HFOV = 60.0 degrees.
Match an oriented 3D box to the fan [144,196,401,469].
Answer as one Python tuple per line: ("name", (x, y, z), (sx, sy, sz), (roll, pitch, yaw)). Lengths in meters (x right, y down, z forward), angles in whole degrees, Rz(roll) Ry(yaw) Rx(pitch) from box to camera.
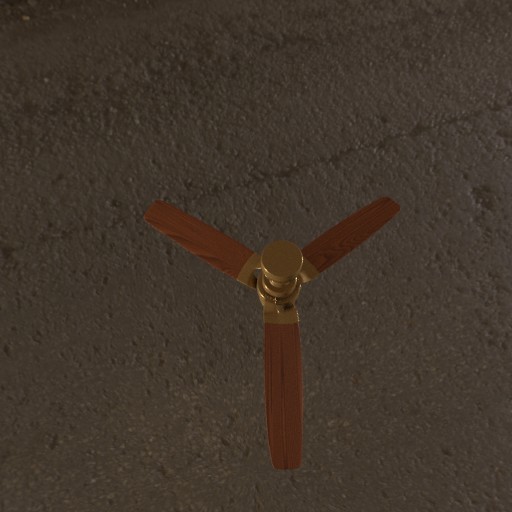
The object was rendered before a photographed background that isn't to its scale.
("fan", (0.000, 0.000, 2.076), (1.271, 0.425, 1.416), (31, 68, 14))
